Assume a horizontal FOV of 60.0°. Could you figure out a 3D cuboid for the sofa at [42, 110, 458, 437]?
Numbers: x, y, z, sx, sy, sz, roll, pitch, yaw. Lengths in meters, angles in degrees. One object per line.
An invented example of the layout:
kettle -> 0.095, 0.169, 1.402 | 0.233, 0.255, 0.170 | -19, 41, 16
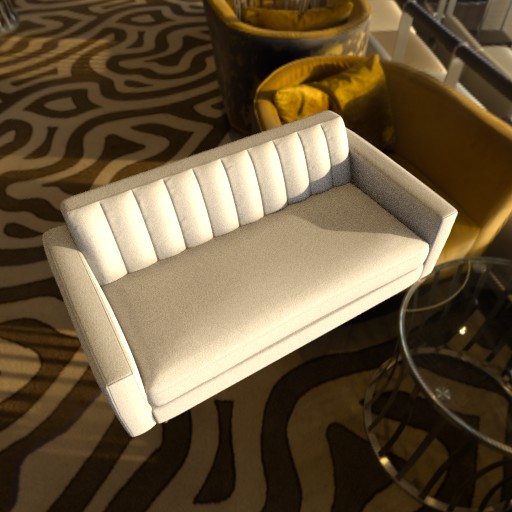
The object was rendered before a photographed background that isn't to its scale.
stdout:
sofa -> 0.000, 0.000, 2.377 | 1.895, 0.814, 0.969 | -24, 52, -20
